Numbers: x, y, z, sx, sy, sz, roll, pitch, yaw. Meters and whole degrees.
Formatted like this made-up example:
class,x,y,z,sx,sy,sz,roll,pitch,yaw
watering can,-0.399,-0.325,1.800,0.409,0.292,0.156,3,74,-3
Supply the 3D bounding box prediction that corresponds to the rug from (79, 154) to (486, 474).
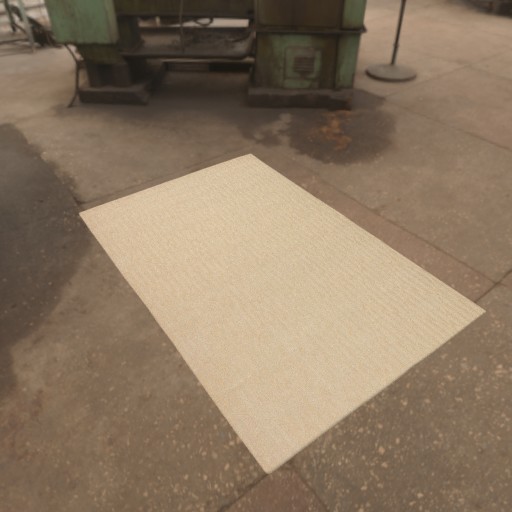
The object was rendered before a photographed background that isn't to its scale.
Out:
class,x,y,z,sx,sy,sz,roll,pitch,yaw
rug,0.000,0.000,2.293,1.238,0.014,1.848,-25,47,-26
